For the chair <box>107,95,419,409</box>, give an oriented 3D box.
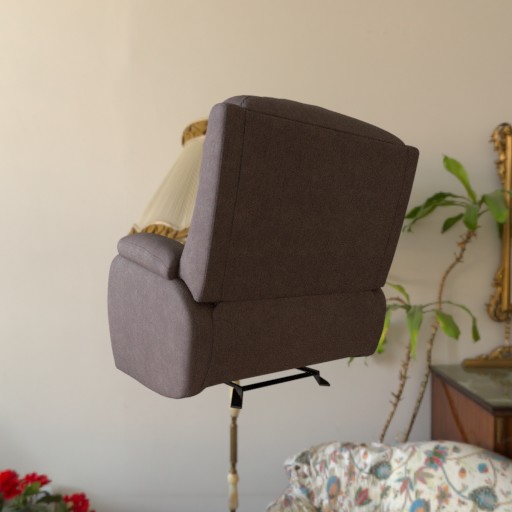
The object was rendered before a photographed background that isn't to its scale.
[{"bbox_3d":[0.000,0.000,1.752,0.930,1.011,0.899,0,1,-36],"label":"chair"}]
